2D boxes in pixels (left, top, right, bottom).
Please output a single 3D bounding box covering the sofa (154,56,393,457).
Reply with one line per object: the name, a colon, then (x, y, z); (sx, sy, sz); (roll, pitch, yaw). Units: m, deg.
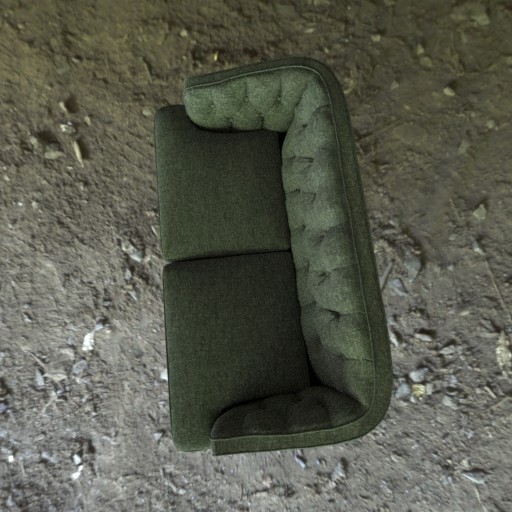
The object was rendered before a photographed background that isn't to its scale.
sofa: (0.000, 0.000, 2.199); (0.941, 0.855, 1.733); (-6, 76, -1)
